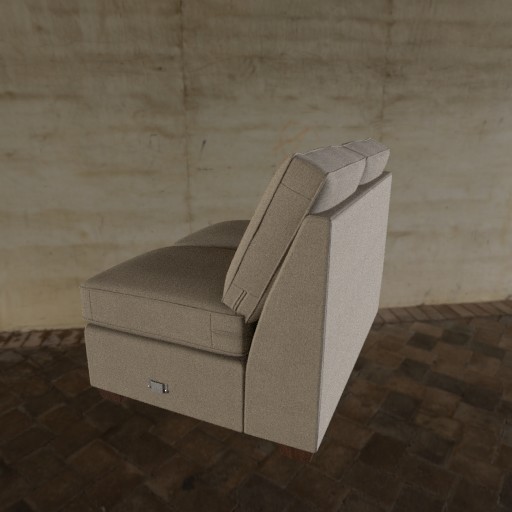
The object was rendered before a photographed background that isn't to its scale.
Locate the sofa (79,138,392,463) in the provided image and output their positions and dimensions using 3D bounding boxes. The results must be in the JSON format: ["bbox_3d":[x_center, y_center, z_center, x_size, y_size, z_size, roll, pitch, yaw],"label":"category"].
[{"bbox_3d":[0.000,0.000,2.005,0.978,1.006,1.232,7,19,23],"label":"sofa"}]
